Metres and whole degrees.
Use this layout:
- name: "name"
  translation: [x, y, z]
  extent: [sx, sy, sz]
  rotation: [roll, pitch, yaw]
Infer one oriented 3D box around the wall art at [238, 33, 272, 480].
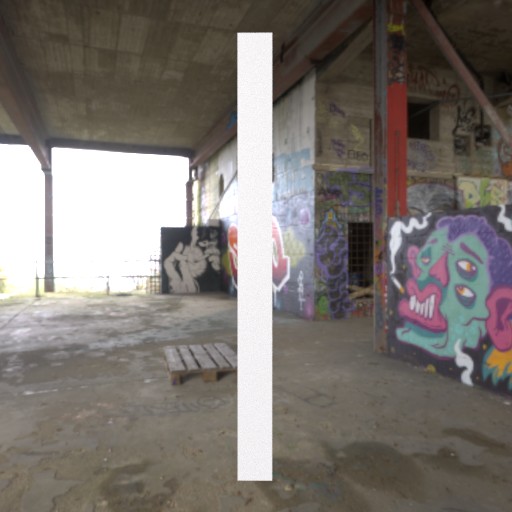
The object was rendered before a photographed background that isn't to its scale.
- name: "wall art"
  translation: [0.000, 0.000, 0.528]
  extent: [0.027, 0.355, 0.355]
  rotation: [0, 0, 0]
